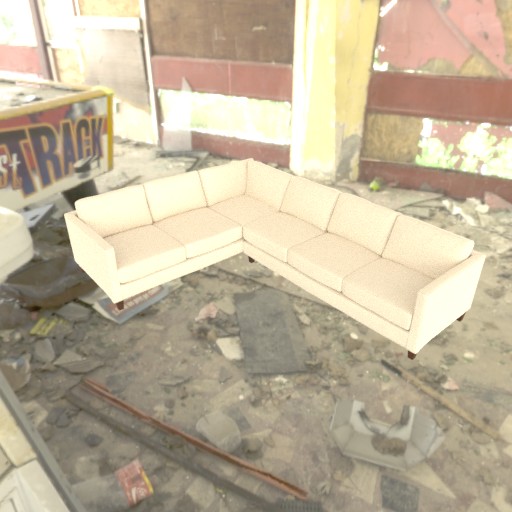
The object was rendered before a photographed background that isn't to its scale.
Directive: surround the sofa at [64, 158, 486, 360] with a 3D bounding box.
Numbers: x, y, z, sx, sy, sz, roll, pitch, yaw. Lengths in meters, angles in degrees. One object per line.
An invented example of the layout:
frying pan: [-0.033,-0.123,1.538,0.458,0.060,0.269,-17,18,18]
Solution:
sofa: [0.000,0.000,4.224,2.432,0.863,3.182,-23,37,-34]
